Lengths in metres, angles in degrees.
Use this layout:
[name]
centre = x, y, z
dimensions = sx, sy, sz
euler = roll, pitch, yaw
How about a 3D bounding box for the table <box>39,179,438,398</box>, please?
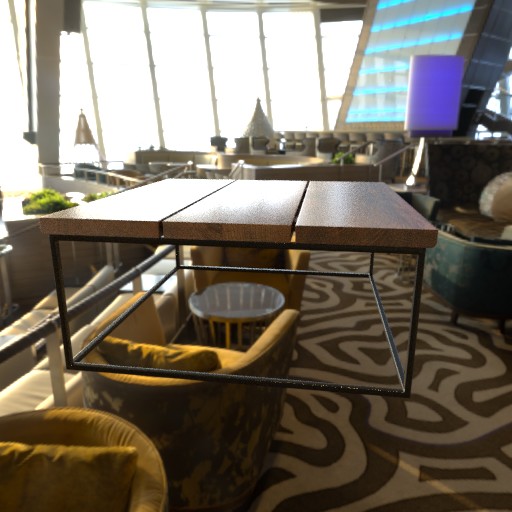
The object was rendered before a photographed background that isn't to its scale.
[table]
centre = 0.000, 0.000, 1.463
dimensions = 0.900, 0.400, 0.900
euler = 2, 16, 8
